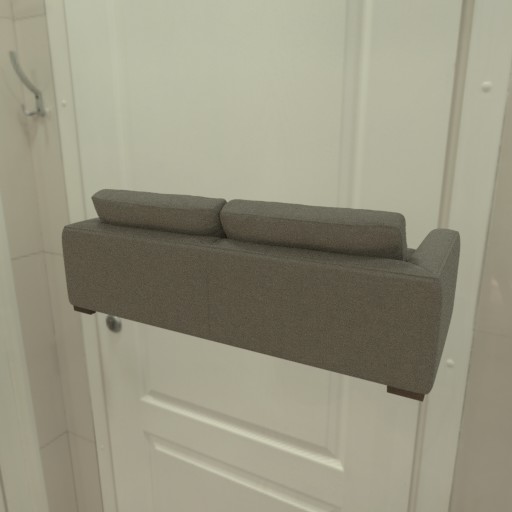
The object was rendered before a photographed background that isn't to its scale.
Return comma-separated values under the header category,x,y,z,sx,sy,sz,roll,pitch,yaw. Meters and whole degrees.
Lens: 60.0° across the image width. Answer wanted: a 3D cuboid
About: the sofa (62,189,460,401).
category,x,y,z,sx,sy,sz,roll,pitch,yaw
sofa,0.000,0.000,2.754,2.262,0.801,1.070,8,17,27
